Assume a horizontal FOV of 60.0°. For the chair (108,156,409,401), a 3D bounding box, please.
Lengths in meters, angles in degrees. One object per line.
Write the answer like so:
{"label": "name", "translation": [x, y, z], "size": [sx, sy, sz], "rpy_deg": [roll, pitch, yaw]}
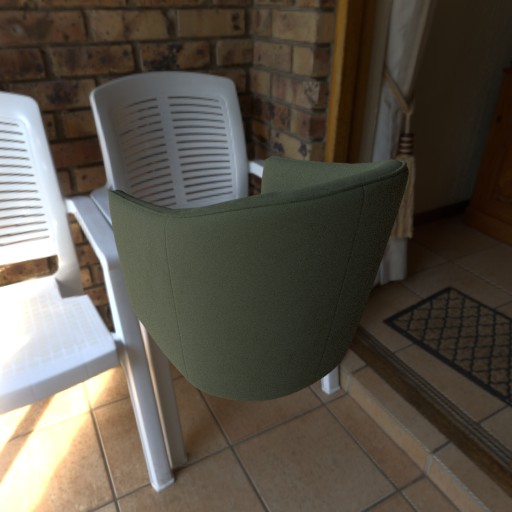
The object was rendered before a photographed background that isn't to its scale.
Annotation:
{"label": "chair", "translation": [0.000, 0.000, 1.504], "size": [0.747, 0.799, 0.875], "rpy_deg": [-19, 35, -29]}
